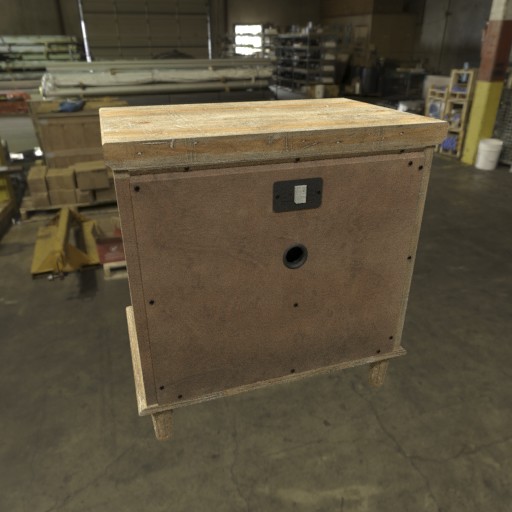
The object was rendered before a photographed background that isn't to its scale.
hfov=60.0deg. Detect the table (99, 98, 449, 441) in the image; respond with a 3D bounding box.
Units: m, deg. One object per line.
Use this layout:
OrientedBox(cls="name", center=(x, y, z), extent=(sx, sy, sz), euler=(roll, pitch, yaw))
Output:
OrientedBox(cls="table", center=(0.000, 0.000, 1.155), extent=(0.686, 0.711, 0.457), euler=(-8, 27, -16))
